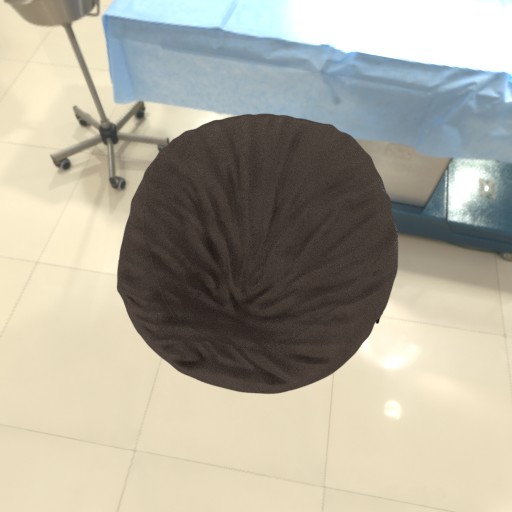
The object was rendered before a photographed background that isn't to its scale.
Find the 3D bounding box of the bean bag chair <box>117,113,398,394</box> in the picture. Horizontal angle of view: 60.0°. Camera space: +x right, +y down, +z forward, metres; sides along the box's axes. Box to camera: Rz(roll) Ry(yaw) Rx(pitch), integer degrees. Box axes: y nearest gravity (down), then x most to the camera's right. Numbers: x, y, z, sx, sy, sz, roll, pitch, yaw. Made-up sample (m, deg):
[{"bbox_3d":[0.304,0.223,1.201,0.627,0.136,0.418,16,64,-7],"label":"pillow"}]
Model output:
[{"bbox_3d":[0.000,0.000,2.076,1.245,0.821,1.245,0,59,0],"label":"bean bag chair"}]
